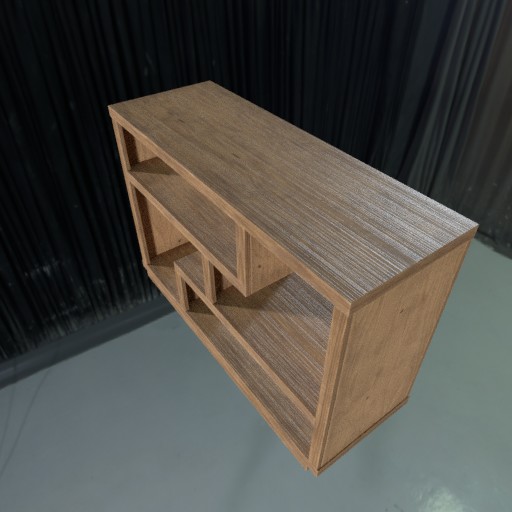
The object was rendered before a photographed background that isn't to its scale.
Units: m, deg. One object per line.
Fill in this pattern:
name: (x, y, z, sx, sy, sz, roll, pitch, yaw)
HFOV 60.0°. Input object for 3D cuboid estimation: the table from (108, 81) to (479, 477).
table: (0.000, 0.000, 1.510, 0.410, 0.771, 1.151, -26, 47, -27)
